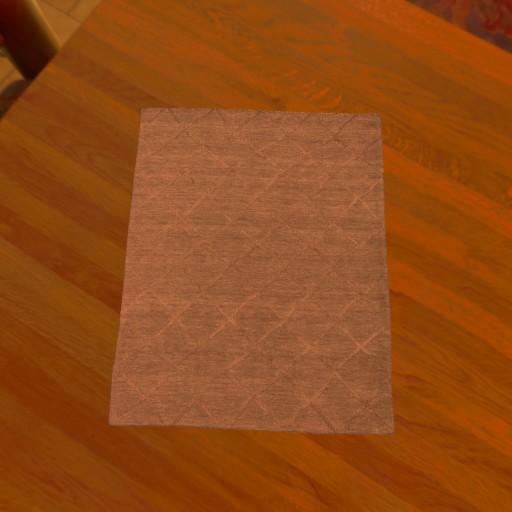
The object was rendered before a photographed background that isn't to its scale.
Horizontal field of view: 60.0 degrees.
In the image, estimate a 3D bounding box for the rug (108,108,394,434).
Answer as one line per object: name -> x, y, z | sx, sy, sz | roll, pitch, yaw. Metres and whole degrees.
rug -> 0.000, 0.000, 4.106 | 2.438, 0.013, 3.048 | 2, 76, 0
